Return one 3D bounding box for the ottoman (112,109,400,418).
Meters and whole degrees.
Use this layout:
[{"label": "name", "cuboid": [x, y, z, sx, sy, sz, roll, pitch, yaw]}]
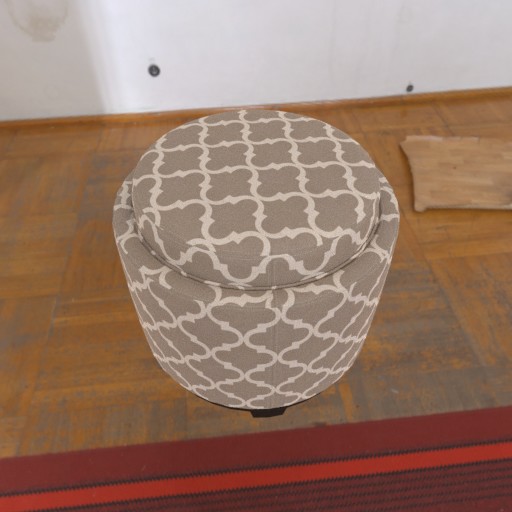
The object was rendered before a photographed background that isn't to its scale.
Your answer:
[{"label": "ottoman", "cuboid": [0.000, 0.000, 0.847, 0.480, 0.429, 0.480, 0, 46, 0]}]
